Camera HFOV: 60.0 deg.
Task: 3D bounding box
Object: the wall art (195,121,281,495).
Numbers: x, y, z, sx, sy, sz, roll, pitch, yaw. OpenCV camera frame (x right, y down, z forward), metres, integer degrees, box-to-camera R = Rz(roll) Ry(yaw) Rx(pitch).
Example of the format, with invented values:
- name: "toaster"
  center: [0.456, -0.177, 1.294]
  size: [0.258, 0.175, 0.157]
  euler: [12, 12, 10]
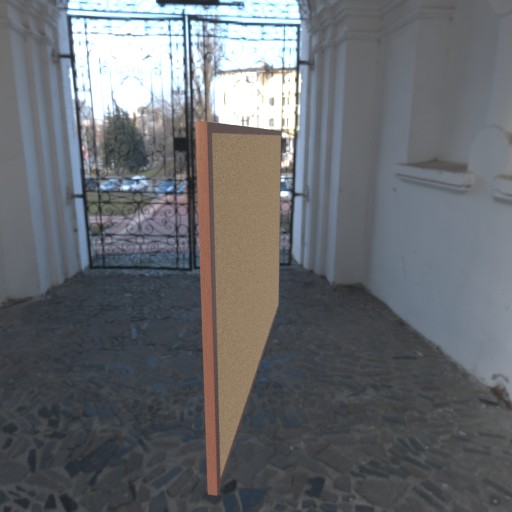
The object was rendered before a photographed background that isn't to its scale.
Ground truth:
- name: "wall art"
  center: [0.000, 0.000, 0.819]
  size: [0.014, 0.455, 0.660]
  euler: [3, 15, 9]
